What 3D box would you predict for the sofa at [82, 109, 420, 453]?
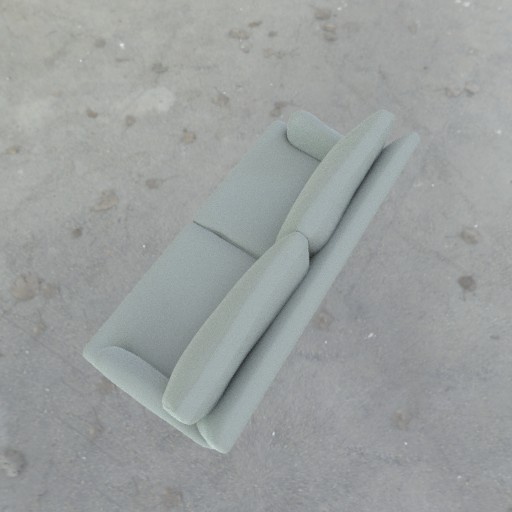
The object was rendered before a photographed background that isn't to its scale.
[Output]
[{"bbox_3d":[0.000,0.000,2.821,1.069,1.096,2.193,30,66,14],"label":"sofa"}]
